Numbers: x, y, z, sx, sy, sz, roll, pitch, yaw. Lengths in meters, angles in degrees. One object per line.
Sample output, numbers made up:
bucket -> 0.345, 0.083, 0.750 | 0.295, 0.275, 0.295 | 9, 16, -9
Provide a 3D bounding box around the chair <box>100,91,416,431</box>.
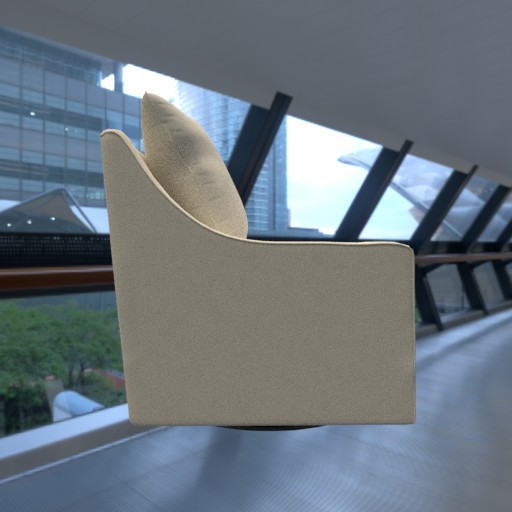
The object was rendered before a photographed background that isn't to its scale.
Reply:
chair -> 0.000, 0.000, 1.563 | 0.876, 0.965, 0.756 | 0, 0, -1
